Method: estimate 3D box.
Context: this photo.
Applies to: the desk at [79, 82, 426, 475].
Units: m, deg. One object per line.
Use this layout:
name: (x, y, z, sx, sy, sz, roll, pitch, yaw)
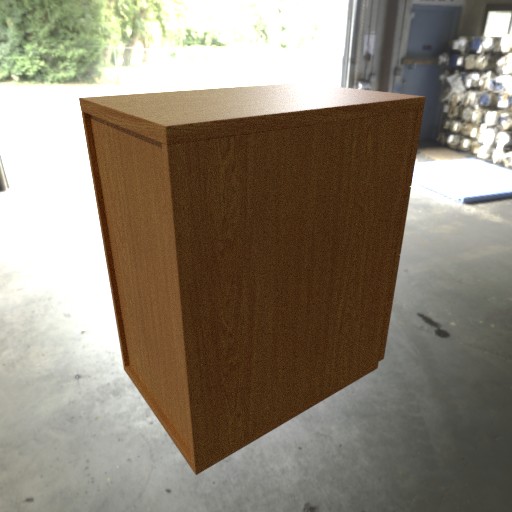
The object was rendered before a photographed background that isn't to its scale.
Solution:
desk: (0.000, 0.000, 1.074, 0.600, 0.730, 0.404, -18, 31, -32)
